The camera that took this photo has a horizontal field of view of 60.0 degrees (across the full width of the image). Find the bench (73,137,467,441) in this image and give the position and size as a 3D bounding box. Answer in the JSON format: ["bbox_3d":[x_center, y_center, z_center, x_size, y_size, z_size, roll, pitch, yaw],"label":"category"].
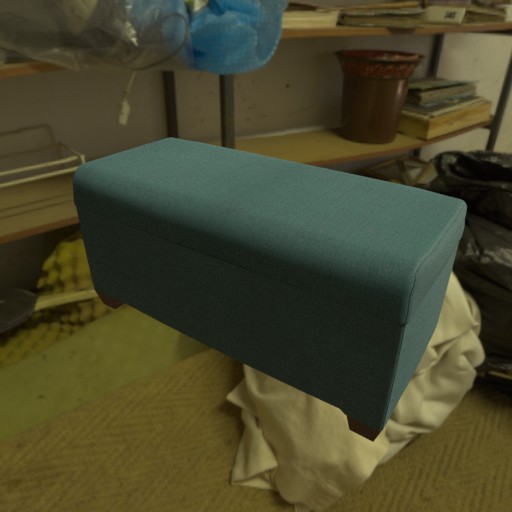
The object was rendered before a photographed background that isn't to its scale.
[{"bbox_3d":[0.000,0.000,1.263,0.995,0.474,0.476,19,35,29],"label":"bench"}]
